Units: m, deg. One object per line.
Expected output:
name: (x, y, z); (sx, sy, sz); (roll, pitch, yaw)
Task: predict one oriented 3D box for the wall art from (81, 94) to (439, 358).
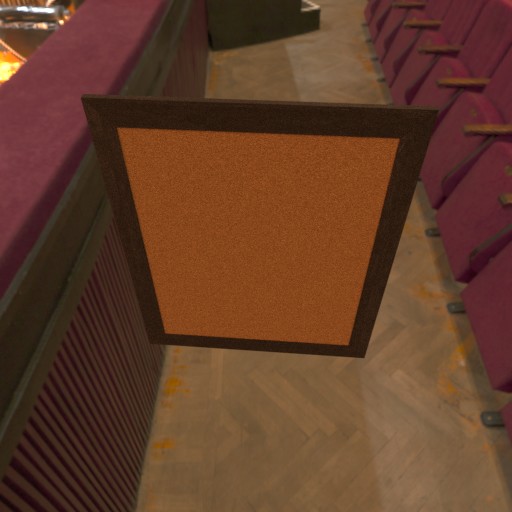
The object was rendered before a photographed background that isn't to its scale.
wall art: (0.000, 0.000, 0.788); (0.476, 0.570, 0.013); (3, 44, 3)
